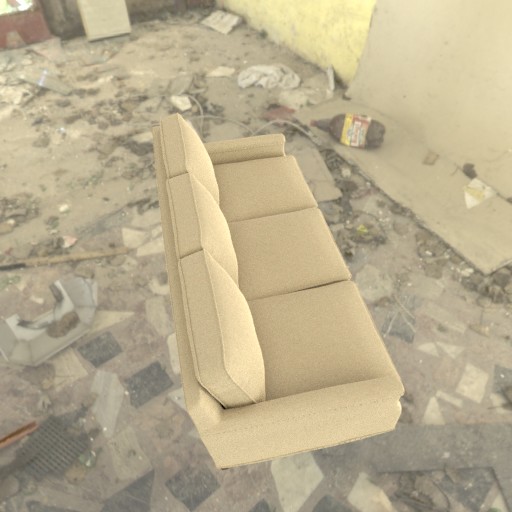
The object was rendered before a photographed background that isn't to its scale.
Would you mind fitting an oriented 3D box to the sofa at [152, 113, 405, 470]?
[{"bbox_3d":[0.000,0.000,2.825,1.084,1.003,2.246,-9,48,-8],"label":"sofa"}]
